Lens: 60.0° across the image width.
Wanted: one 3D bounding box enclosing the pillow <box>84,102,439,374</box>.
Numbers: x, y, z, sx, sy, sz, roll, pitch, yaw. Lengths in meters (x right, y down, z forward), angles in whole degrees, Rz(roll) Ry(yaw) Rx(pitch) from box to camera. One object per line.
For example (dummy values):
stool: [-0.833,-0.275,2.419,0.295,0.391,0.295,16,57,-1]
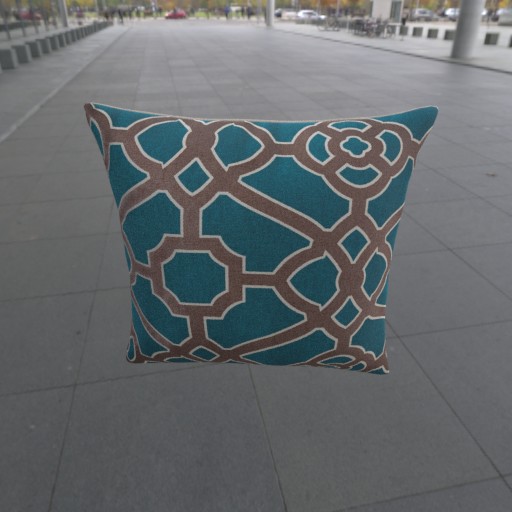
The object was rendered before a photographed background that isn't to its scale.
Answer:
pillow: [0.000,0.000,0.771,0.526,0.507,0.166,2,29,3]
